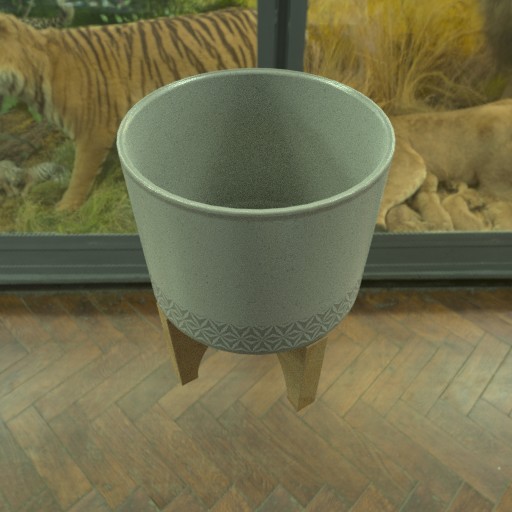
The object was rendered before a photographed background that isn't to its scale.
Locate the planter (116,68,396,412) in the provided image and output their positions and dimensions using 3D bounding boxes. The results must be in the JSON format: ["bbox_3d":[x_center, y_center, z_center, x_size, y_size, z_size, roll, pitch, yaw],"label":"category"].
[{"bbox_3d":[0.000,0.000,0.273,0.130,0.178,0.130,0,46,0],"label":"planter"}]
